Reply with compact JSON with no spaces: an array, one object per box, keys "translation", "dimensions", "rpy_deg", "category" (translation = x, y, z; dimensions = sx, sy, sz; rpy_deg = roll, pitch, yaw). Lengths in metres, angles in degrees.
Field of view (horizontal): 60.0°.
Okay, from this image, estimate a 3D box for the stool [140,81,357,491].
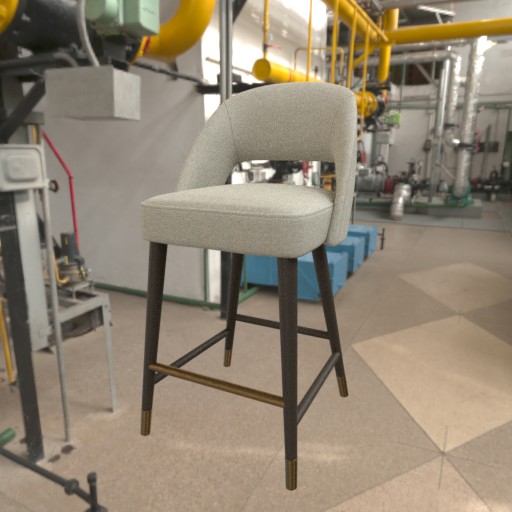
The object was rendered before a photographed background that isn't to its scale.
[{"translation":[0.000,0.000,1.204],"dimensions":[0.494,0.940,0.509],"rpy_deg":[7,16,26],"category":"stool"}]
